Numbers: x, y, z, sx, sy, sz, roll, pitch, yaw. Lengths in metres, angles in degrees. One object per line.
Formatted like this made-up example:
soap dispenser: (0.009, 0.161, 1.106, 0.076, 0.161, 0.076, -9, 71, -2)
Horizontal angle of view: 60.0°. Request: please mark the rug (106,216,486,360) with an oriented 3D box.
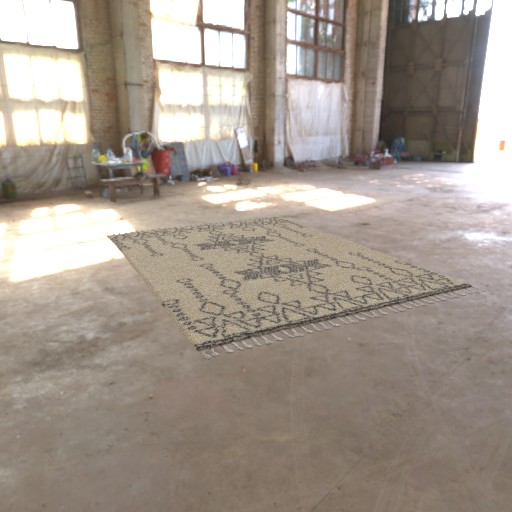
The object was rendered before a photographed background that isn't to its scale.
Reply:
rug: (0.000, 0.000, 3.960, 2.125, 0.028, 3.027, -8, 18, -26)
